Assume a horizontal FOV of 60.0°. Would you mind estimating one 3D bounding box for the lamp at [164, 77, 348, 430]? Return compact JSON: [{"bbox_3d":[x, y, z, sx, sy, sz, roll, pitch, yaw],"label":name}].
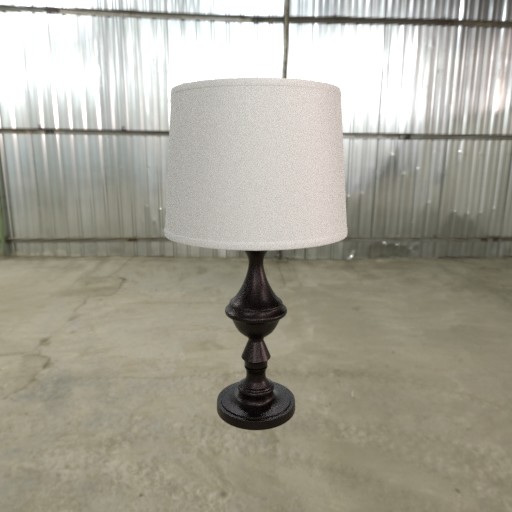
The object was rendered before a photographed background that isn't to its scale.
[{"bbox_3d":[0.000,0.000,0.959,0.383,0.726,0.383,0,13,0],"label":"lamp"}]
